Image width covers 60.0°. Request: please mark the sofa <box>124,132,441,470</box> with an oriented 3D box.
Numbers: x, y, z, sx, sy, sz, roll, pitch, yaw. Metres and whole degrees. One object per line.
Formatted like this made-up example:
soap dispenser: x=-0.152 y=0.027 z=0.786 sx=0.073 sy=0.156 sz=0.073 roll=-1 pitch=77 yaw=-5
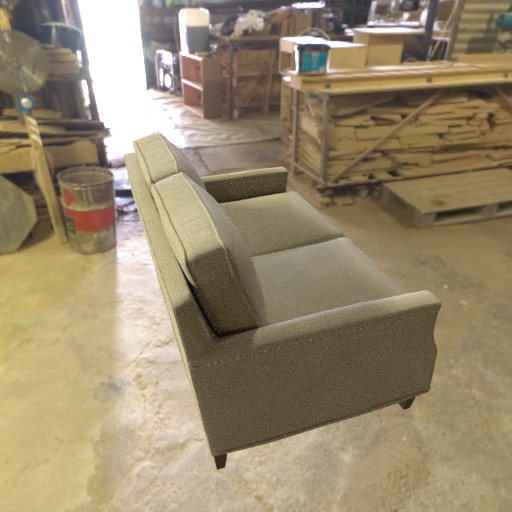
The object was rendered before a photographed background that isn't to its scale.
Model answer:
sofa: x=0.000 y=0.000 z=2.240 sx=1.084 sy=1.003 sz=1.597 roll=-10 pitch=33 yaw=-17
